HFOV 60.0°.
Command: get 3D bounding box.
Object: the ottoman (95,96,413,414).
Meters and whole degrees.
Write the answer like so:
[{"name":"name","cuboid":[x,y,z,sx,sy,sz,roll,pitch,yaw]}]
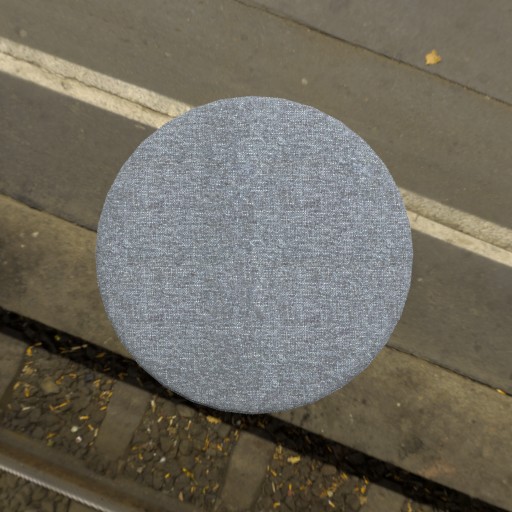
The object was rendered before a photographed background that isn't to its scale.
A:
[{"name":"ottoman","cuboid":[0.000,0.000,0.875,0.500,0.419,0.500,0,89,2]}]
